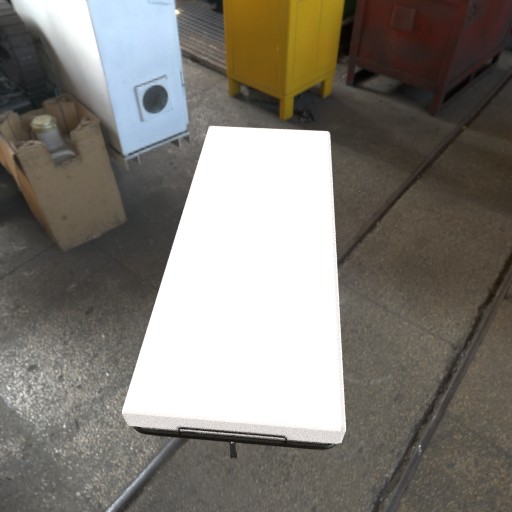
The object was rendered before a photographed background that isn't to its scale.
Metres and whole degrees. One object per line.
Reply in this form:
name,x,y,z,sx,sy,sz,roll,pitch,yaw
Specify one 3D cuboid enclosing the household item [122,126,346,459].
household item,0.000,0.000,2.217,0.787,0.356,1.905,4,46,3
